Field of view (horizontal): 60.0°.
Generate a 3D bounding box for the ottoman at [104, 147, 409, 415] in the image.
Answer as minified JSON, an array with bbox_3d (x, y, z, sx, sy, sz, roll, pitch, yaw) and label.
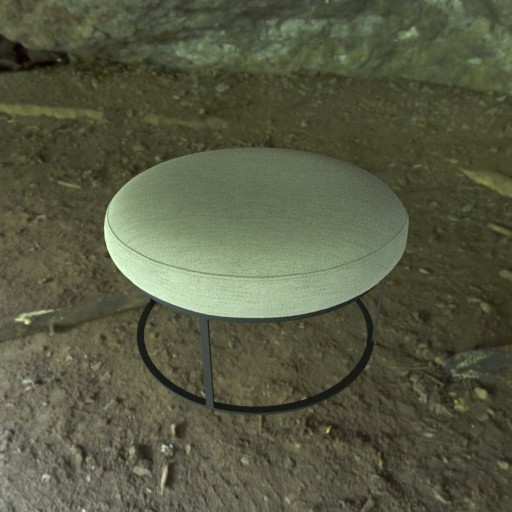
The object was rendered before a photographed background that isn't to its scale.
[{"bbox_3d":[0.000,0.000,1.237,0.769,0.459,0.769,0,31,0],"label":"ottoman"}]
